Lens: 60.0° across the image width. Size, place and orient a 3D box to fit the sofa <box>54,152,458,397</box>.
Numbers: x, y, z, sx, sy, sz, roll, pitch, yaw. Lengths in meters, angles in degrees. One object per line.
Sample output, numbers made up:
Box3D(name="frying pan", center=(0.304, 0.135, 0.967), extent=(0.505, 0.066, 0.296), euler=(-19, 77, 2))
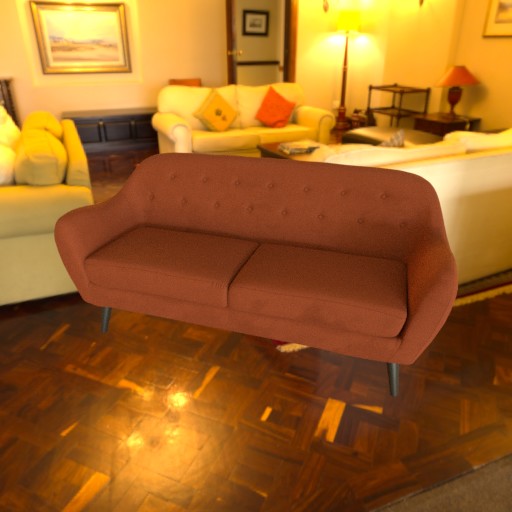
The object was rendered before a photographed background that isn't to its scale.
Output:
Box3D(name="sofa", center=(0.000, 0.000, 2.285), extent=(1.840, 0.836, 0.820), euler=(8, 27, 16))
